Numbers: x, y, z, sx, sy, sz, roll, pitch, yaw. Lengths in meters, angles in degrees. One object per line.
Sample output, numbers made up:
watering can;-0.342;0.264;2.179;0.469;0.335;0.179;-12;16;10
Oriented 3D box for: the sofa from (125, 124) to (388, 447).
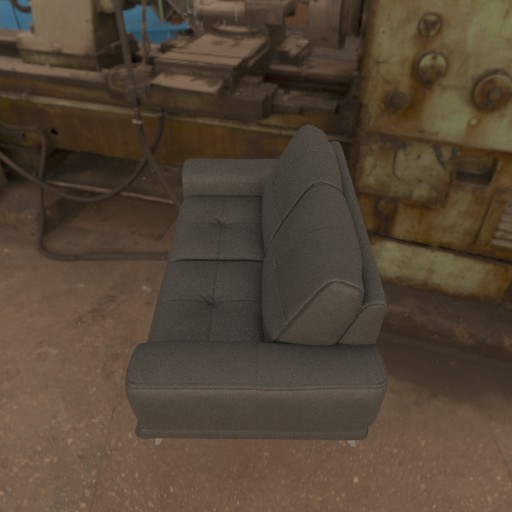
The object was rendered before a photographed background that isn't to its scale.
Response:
sofa;0.000;0.000;2.370;1.018;0.907;1.806;0;41;0
